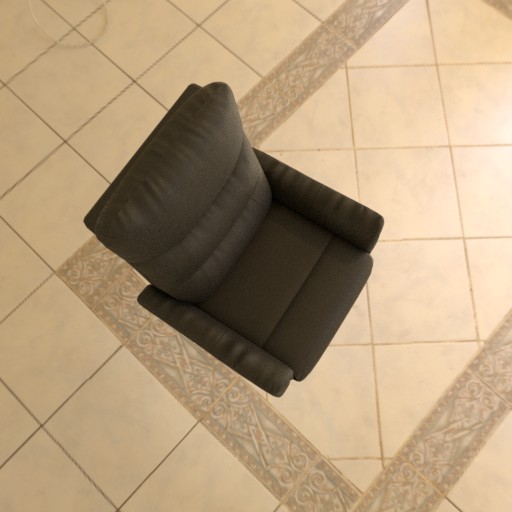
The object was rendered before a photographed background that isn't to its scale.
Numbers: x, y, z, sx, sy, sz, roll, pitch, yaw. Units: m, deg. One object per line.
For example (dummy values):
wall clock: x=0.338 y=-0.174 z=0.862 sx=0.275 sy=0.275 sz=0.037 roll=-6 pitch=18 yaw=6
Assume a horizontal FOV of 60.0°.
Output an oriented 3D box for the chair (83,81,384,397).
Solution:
chair: x=0.000 y=0.000 z=1.637 sx=0.831 sy=1.082 sz=0.775 roll=33 pitch=79 yaw=7
